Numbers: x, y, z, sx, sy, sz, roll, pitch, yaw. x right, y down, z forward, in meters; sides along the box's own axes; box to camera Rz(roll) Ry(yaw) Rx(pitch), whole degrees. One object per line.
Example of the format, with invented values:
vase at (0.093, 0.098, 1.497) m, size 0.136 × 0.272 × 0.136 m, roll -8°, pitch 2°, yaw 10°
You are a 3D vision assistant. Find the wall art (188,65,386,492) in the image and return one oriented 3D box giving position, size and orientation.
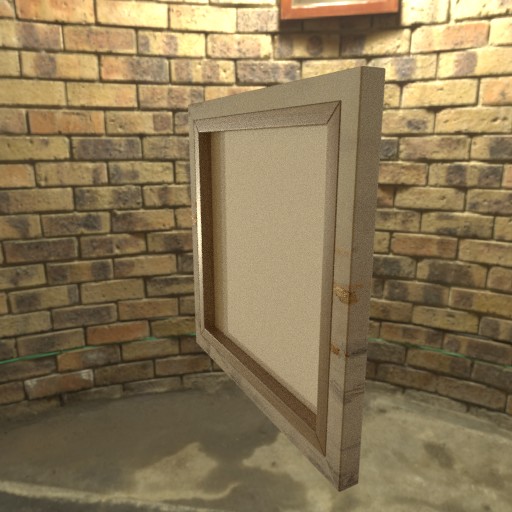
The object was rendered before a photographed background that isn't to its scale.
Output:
wall art at (0.000, 0.000, 0.878) m, size 0.040 × 0.613 × 0.611 m, roll -7°, pitch 16°, yaw -27°
